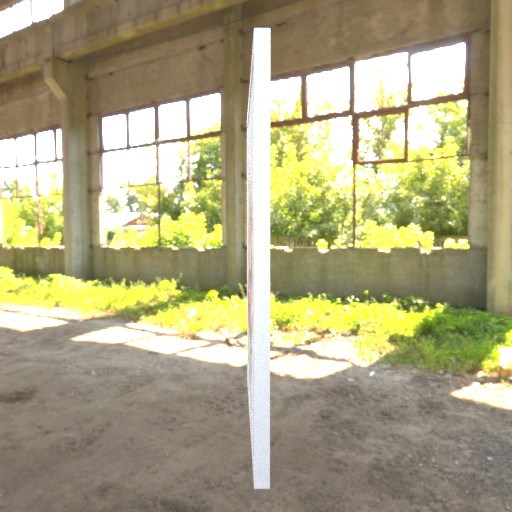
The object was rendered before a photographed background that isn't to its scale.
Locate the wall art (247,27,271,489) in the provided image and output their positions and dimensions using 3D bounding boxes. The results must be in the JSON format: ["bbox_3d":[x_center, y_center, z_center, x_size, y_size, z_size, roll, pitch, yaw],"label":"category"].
[{"bbox_3d":[0.000,0.000,1.414,0.042,1.056,0.805,0,2,-2],"label":"wall art"}]
